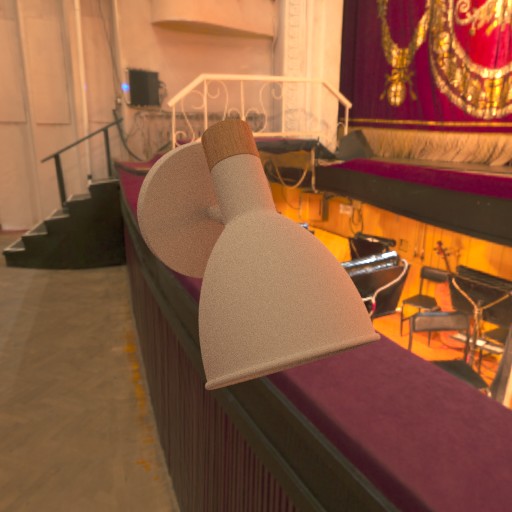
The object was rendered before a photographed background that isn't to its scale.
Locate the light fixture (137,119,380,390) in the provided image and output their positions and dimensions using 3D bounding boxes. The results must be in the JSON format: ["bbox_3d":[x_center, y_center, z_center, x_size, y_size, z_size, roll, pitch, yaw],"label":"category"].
[{"bbox_3d":[0.000,0.000,0.334,0.127,0.199,0.209,-8,18,-27],"label":"light fixture"}]
